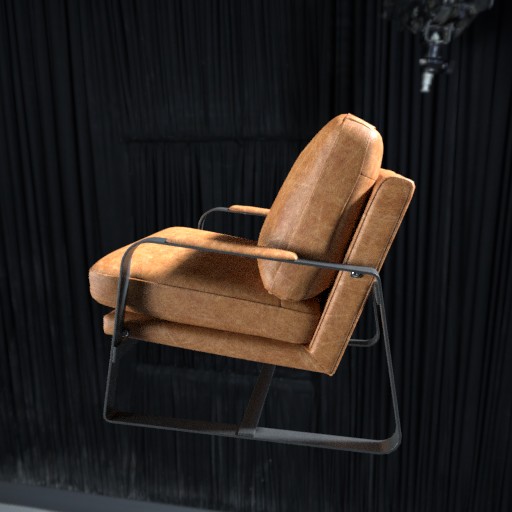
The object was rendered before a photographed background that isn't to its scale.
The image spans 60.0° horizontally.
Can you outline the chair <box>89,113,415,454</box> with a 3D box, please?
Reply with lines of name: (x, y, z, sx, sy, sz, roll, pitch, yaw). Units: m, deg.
chair: (0.000, 0.000, 1.324, 0.801, 0.777, 0.651, 2, 13, 10)
